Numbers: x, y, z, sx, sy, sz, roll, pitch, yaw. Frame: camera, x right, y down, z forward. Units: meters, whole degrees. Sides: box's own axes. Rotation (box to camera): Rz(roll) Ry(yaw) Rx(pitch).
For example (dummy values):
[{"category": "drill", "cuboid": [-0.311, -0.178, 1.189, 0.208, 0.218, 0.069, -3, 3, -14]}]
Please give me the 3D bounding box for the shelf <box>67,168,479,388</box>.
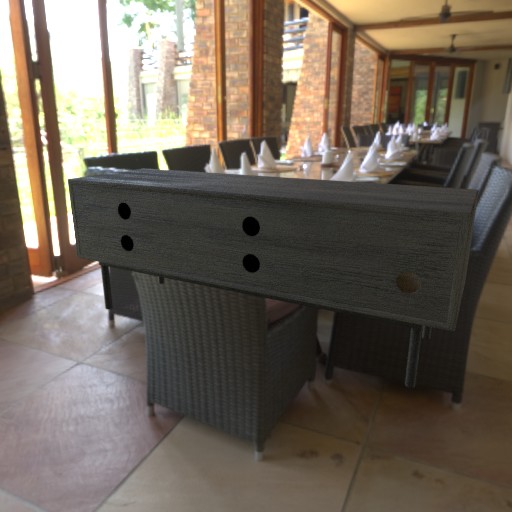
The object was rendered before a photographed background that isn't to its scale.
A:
[{"category": "shelf", "cuboid": [0.000, 0.000, 1.521, 1.300, 0.495, 0.400, 9, 19, 26]}]
